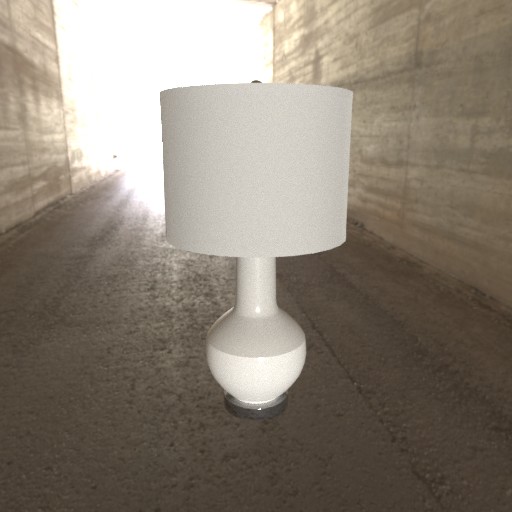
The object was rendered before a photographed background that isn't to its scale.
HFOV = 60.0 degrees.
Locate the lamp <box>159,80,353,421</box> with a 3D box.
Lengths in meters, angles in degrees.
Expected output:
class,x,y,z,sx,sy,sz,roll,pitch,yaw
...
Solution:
class,x,y,z,sx,sy,sz,roll,pitch,yaw
lamp,0.000,0.000,0.904,0.357,0.673,0.357,14,20,42
